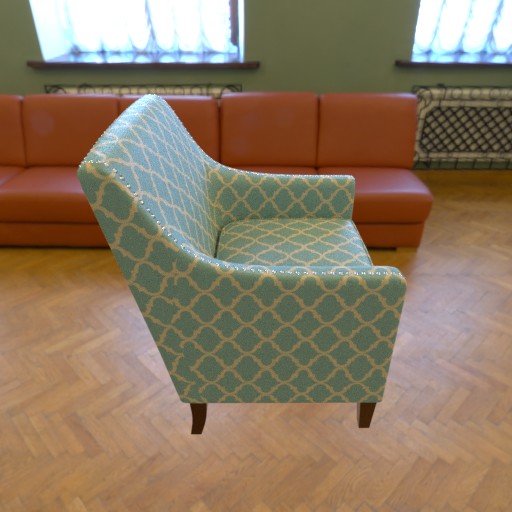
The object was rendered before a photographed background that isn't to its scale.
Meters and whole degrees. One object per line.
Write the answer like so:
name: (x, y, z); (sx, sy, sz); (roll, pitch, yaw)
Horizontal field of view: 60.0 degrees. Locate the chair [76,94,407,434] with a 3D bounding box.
chair: (0.000, 0.000, 1.296); (0.686, 0.817, 0.617); (0, 32, 0)
